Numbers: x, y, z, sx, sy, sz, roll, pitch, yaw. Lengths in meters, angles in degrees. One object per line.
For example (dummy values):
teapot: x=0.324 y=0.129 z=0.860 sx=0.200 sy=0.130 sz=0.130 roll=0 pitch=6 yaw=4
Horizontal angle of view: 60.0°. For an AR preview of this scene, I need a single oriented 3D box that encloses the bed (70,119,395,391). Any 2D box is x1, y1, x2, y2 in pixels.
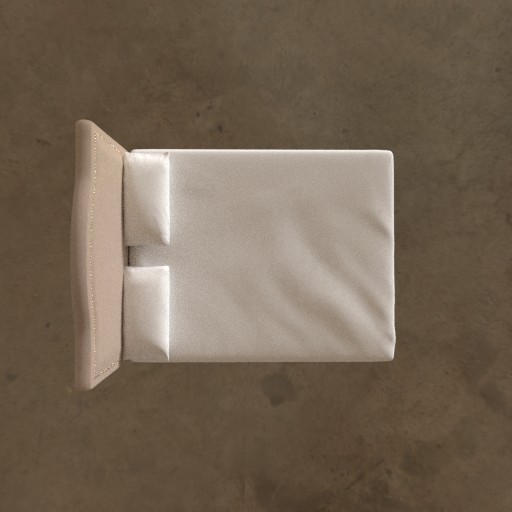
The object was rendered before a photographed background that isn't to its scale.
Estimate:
bed: x=0.000 y=0.000 z=3.412 sx=2.282 sy=1.436 sz=1.821 roll=0 pitch=90 yaw=-1
